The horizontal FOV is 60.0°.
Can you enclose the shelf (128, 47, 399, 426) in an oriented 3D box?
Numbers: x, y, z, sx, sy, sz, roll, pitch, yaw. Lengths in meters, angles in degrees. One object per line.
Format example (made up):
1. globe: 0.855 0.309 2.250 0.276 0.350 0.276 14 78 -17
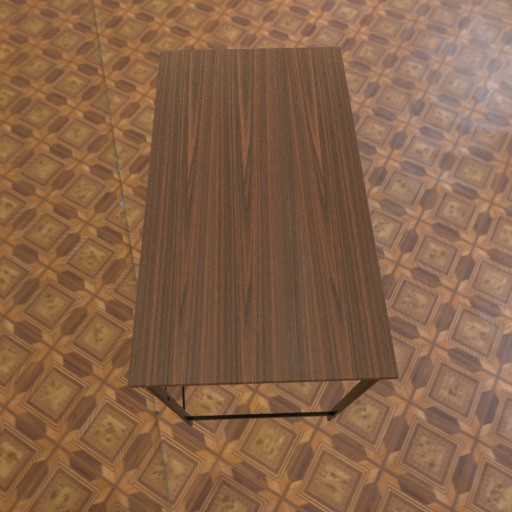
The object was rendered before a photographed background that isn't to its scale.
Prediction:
1. shelf: 0.000 0.000 1.350 0.498 0.750 0.902 -2 63 -1
